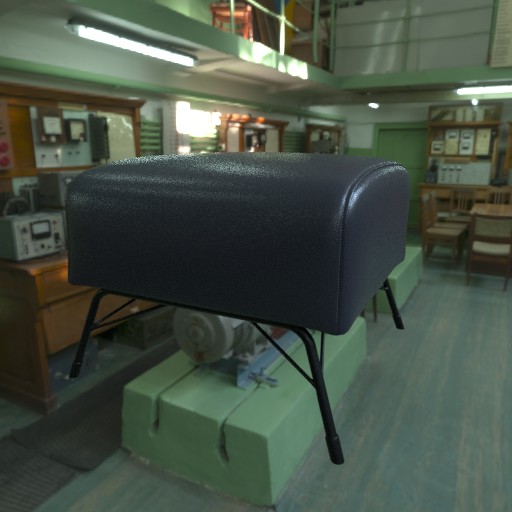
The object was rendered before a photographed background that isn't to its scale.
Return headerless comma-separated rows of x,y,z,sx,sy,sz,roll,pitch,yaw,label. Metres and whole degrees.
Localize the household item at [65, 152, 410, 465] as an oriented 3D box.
0.000,0.000,0.896,0.530,0.410,0.530,7,16,26,household item
